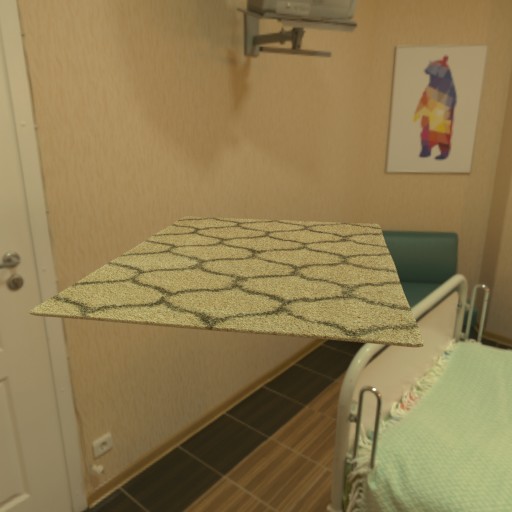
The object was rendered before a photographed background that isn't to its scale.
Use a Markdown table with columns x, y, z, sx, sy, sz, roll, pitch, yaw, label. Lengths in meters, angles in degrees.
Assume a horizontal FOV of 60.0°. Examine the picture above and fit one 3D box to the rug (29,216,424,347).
| x | y | z | sx | sy | sz | roll | pitch | yaw | label |
| --- | --- | --- | --- | --- | --- | --- | --- | --- | --- |
| 0.000 | 0.000 | 3.999 | 2.399 | 0.026 | 3.000 | 3 | 17 | 10 | rug |
